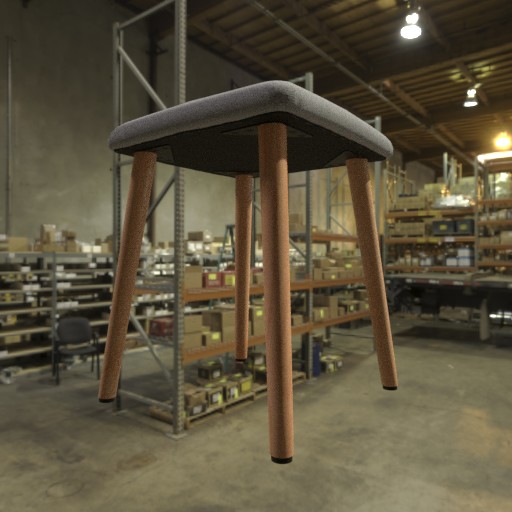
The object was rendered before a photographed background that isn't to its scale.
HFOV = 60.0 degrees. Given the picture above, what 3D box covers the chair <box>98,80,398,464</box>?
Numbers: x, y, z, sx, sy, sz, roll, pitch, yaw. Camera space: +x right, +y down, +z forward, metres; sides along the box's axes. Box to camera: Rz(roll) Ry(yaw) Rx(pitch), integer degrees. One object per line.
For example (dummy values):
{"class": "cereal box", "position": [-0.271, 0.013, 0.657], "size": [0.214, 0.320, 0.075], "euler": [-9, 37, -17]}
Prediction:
{"class": "chair", "position": [0.000, 0.000, 0.704], "size": [0.350, 0.440, 0.350], "euler": [0, 0, 37]}
